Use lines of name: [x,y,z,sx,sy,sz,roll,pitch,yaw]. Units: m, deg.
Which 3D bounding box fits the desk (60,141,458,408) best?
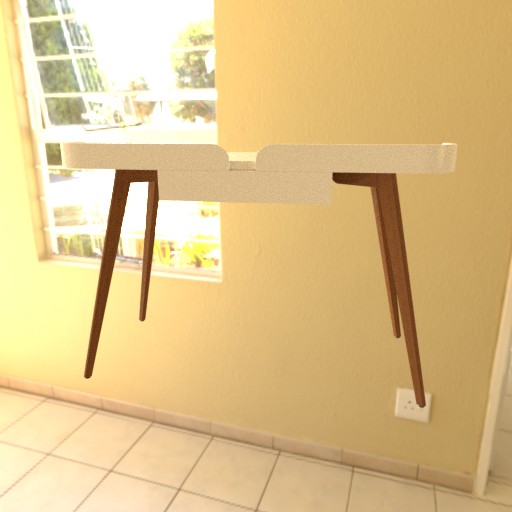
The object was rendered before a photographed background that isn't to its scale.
desk: [0.000,0.000,1.612,1.206,0.807,0.534,2,16,8]
